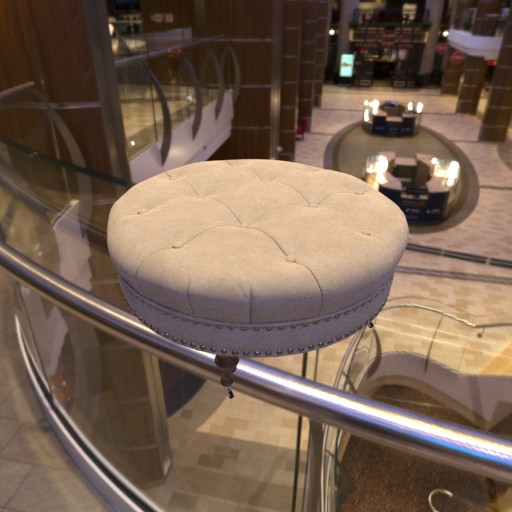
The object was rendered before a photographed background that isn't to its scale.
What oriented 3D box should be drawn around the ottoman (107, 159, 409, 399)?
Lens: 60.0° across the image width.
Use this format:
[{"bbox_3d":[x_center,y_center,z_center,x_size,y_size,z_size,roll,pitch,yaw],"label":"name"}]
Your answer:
[{"bbox_3d":[0.000,0.000,1.424,0.901,0.439,0.901,0,30,0],"label":"ottoman"}]
